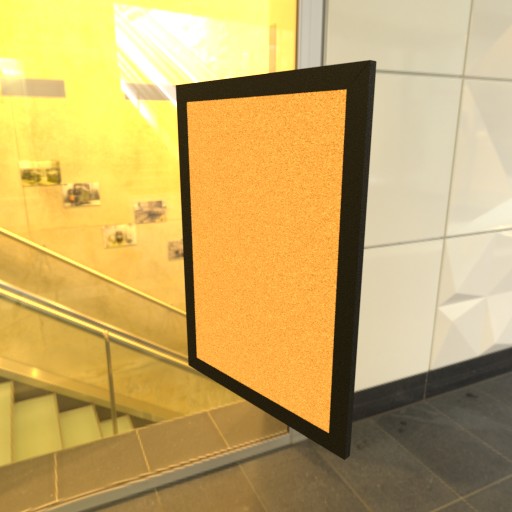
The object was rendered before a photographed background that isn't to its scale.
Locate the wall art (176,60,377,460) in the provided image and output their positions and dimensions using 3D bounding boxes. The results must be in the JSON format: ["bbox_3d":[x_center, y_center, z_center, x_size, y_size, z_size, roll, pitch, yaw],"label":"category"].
[{"bbox_3d":[0.000,0.000,0.604,0.011,0.459,0.326,-15,21,-42],"label":"wall art"}]
